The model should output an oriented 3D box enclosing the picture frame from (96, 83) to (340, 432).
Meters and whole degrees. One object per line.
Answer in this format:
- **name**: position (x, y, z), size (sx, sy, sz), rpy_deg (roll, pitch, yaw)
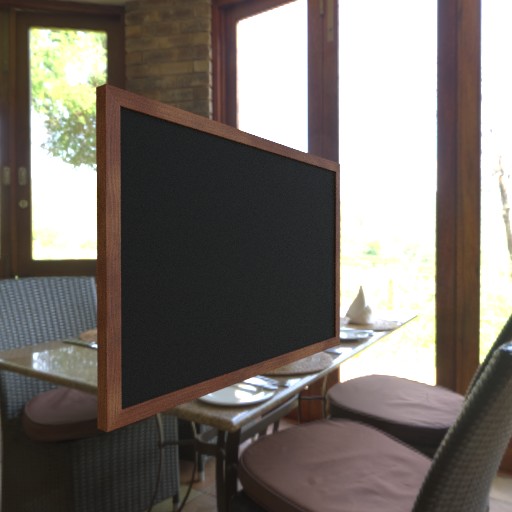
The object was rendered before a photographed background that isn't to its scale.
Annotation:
- **picture frame**: position (0.000, 0.000, 1.200), size (0.029, 0.640, 0.950), rpy_deg (1, 1, 37)
